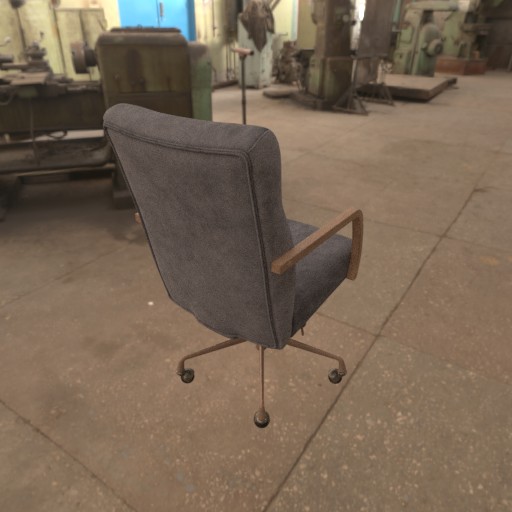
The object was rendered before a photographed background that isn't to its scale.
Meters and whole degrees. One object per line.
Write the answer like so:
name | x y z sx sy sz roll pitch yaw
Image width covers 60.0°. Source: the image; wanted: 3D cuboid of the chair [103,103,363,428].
chair | 0.000 0.000 1.496 0.640 1.029 0.741 20 35 31
